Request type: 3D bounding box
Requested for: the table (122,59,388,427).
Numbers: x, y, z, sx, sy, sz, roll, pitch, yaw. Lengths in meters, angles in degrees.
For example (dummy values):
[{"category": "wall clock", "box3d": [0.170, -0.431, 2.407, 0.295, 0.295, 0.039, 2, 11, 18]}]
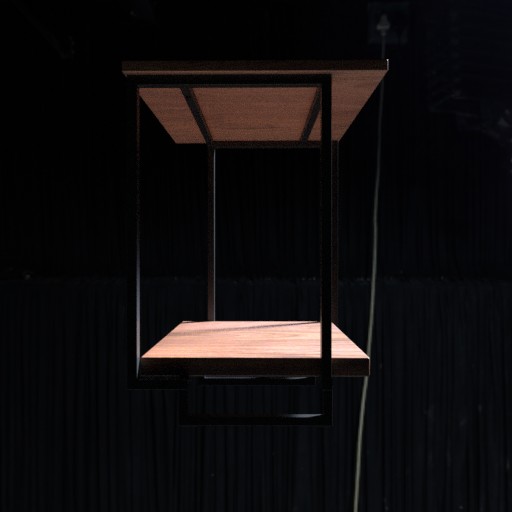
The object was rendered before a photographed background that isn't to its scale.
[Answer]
[{"category": "table", "box3d": [0.000, 0.000, 0.844, 0.384, 0.567, 0.411, 0, 0, 1]}]
